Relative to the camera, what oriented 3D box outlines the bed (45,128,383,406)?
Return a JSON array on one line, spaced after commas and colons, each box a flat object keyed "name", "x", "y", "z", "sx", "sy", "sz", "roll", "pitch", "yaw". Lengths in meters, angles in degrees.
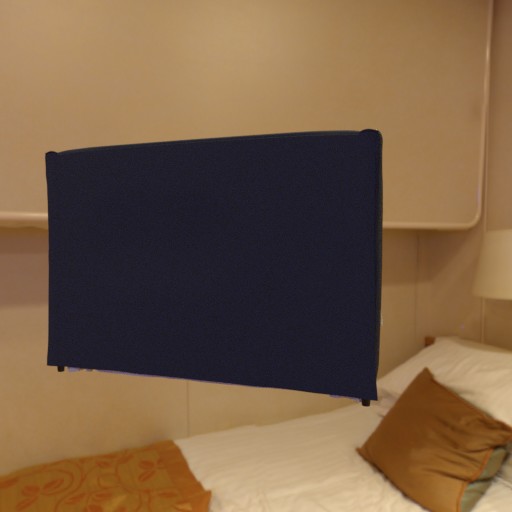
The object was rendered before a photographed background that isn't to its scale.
[{"name": "bed", "x": 0.000, "y": 0.000, "z": 3.410, "sx": 1.925, "sy": 1.332, "sz": 2.276, "roll": 1, "pitch": 3, "yaw": 18}]
